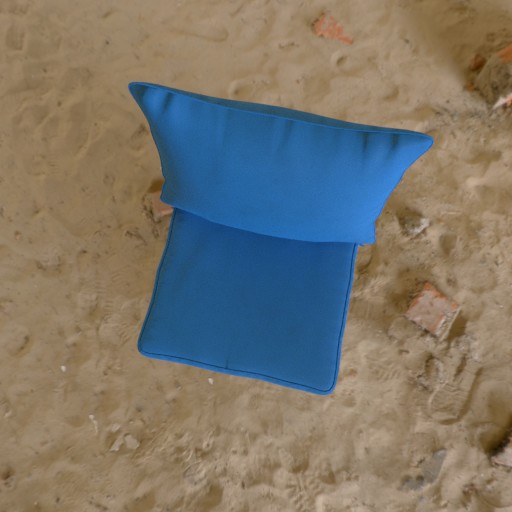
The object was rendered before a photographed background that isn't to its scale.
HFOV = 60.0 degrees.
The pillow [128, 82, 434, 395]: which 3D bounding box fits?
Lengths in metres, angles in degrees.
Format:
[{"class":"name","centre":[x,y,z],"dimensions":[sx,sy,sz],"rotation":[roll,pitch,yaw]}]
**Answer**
[{"class":"pillow","centre":[0.000,0.000,1.353],"dimensions":[0.798,0.725,0.733],"rotation":[11,76,3]}]
